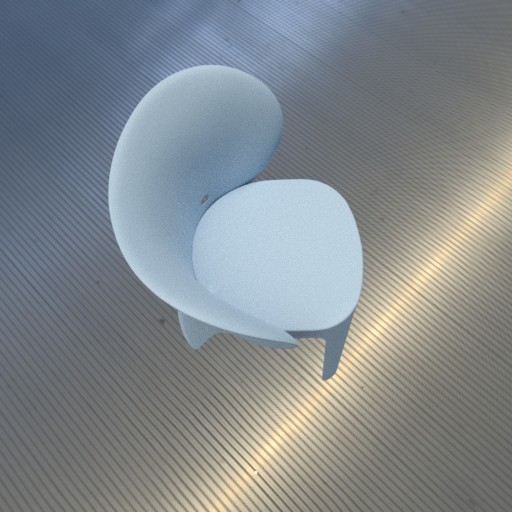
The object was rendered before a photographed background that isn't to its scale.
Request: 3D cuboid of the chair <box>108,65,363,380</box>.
[{"bbox_3d":[0.000,0.000,0.854,0.402,0.554,0.451,-1,64,-1],"label":"chair"}]
